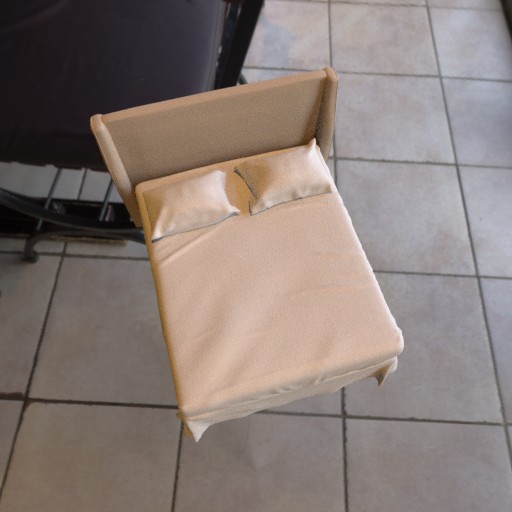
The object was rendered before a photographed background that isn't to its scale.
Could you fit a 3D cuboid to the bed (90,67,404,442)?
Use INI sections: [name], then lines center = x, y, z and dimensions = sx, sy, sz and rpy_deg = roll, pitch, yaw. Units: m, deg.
[bed]
center = 0.000, 0.000, 3.468
dimensions = 1.925, 1.332, 2.276
rpy_deg = -14, 65, -7
